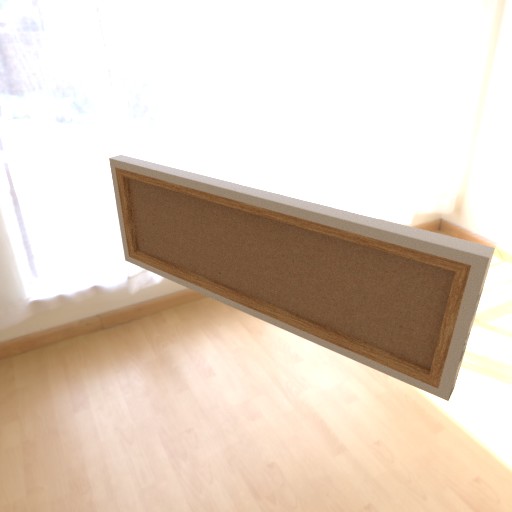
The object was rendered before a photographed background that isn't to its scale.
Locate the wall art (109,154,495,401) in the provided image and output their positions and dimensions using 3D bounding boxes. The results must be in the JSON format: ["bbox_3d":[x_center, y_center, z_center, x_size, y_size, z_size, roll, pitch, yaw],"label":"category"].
[{"bbox_3d":[0.000,0.000,0.836,0.763,0.255,0.038,19,34,31],"label":"wall art"}]
